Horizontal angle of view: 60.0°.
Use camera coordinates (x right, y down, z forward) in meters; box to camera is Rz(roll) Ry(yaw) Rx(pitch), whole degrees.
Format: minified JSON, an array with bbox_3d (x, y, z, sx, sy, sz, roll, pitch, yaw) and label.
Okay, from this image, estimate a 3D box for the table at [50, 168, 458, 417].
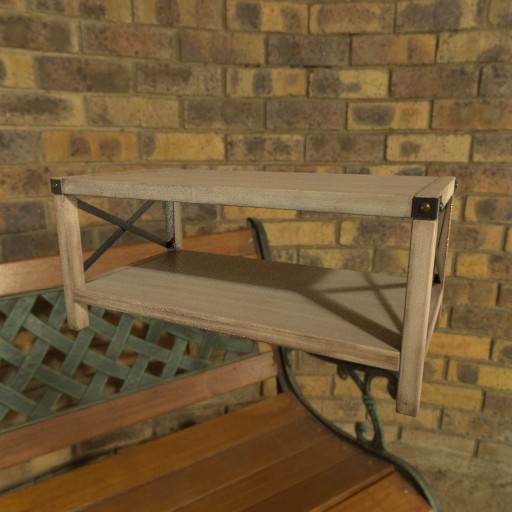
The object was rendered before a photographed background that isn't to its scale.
[{"bbox_3d":[0.000,0.000,1.296,1.016,0.456,0.559,7,16,26],"label":"table"}]
